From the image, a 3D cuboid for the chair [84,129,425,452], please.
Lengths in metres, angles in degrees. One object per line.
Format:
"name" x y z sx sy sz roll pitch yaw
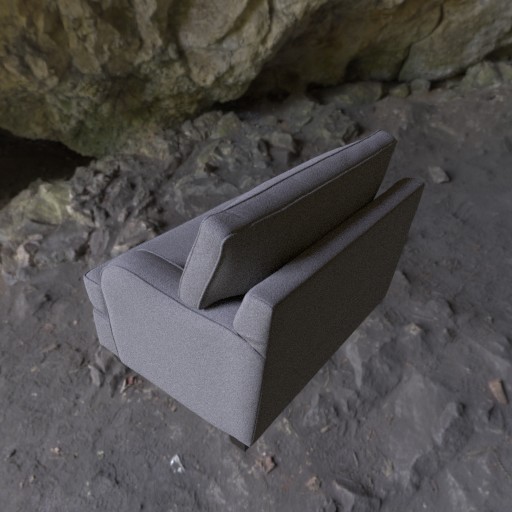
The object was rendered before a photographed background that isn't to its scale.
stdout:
"chair" 0.000 0.000 2.047 1.040 1.016 1.220 22 38 32
